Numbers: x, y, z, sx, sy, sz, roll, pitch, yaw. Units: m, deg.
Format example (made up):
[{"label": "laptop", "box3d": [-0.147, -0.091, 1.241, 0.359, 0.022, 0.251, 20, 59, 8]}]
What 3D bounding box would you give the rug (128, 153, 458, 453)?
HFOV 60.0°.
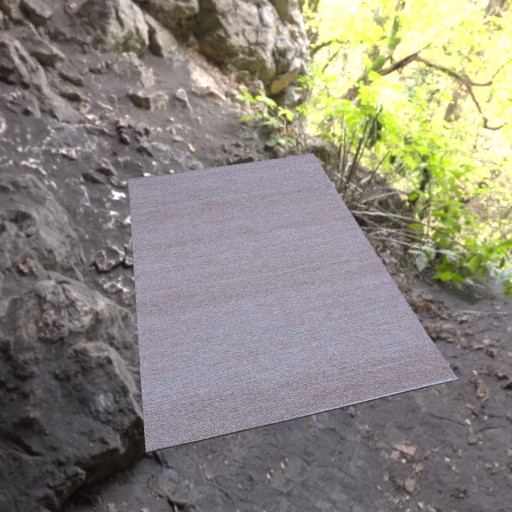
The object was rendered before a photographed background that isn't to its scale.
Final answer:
[{"label": "rug", "box3d": [0.000, 0.000, 2.943, 1.596, 0.030, 2.283, -10, 45, -10]}]
